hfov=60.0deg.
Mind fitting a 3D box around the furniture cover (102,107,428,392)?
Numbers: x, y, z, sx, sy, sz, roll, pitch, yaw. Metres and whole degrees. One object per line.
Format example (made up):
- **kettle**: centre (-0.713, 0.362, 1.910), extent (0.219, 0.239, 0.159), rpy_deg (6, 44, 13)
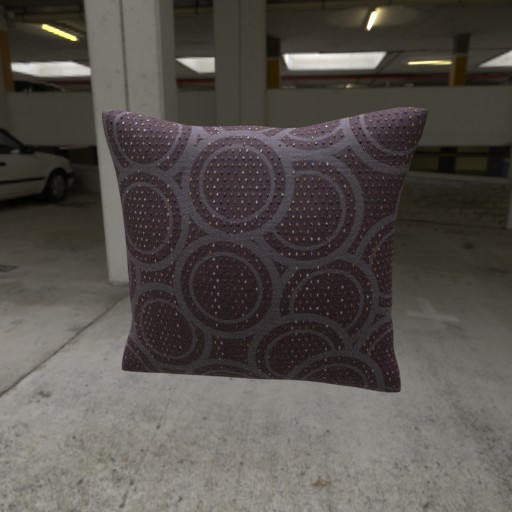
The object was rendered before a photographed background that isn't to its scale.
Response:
- **furniture cover**: centre (0.000, 0.000, 0.806), extent (0.552, 0.509, 0.193), rpy_deg (2, 15, 8)
